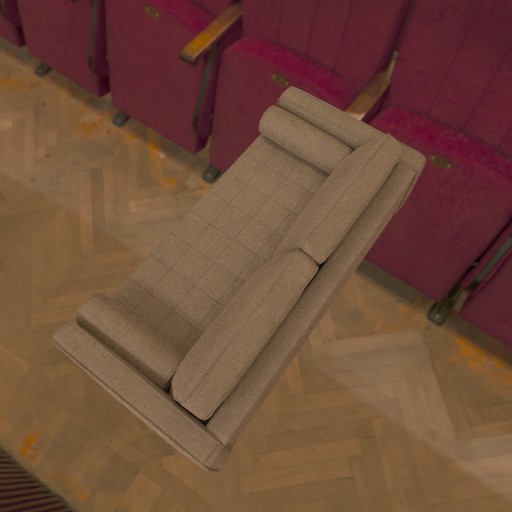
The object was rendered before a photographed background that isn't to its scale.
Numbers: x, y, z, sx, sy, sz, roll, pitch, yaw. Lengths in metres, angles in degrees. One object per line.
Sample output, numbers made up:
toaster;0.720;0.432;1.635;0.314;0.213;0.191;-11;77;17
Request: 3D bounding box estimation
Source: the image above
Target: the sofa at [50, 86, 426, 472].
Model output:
sofa;0.000;0.000;2.294;0.914;0.762;1.879;33;69;15
